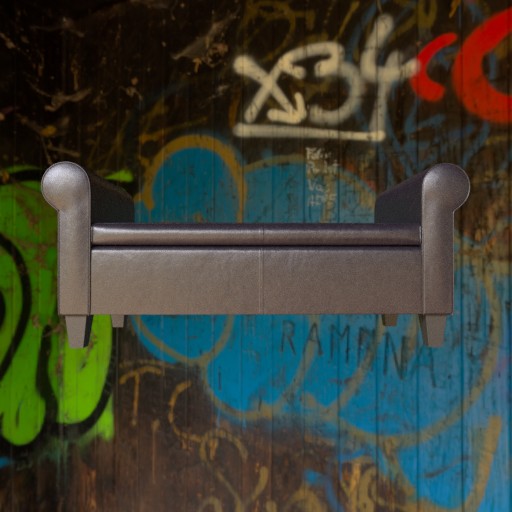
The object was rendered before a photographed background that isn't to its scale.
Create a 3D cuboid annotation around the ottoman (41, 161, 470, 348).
[{"bbox_3d":[0.000,0.000,1.542,1.256,0.547,0.521,0,-1,-1],"label":"ottoman"}]
